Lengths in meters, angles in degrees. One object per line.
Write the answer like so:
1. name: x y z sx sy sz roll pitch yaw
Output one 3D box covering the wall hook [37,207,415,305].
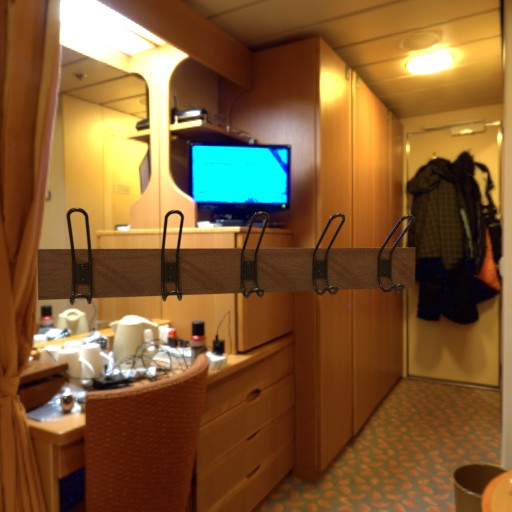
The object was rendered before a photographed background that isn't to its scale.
1. wall hook: 0.000 0.000 0.608 0.554 0.116 0.076 0 2 -17
